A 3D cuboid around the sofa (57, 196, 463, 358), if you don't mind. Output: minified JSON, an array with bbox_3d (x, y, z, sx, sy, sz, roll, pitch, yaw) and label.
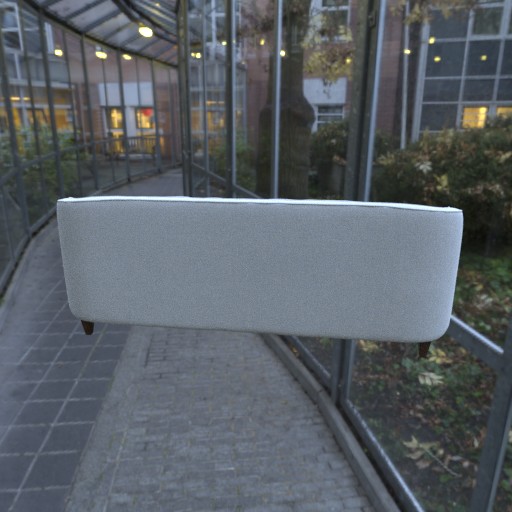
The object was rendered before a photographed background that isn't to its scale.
[{"bbox_3d":[0.000,0.000,2.768,2.278,0.855,0.941,2,17,8],"label":"sofa"}]
